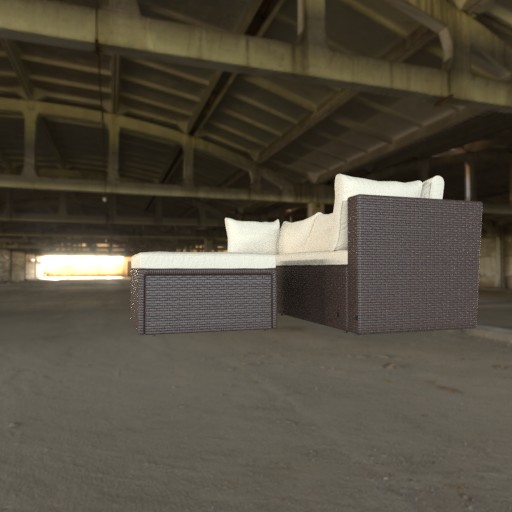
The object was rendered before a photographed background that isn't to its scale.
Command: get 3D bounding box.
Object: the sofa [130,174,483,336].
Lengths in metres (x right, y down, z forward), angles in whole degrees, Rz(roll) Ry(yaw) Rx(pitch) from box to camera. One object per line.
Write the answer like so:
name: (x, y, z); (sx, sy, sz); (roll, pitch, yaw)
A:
sofa: (0.000, 0.000, 2.941); (1.612, 0.766, 2.192); (1, -2, -19)
